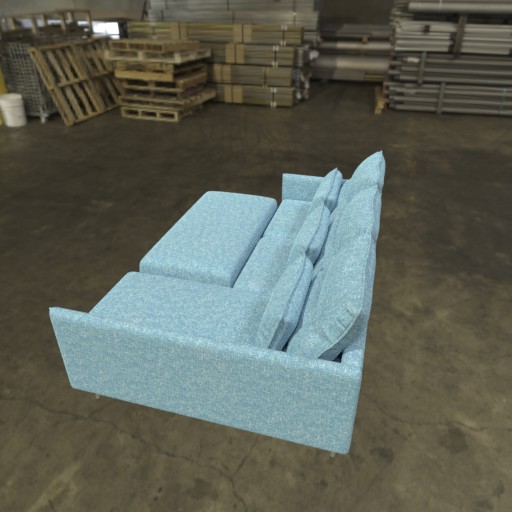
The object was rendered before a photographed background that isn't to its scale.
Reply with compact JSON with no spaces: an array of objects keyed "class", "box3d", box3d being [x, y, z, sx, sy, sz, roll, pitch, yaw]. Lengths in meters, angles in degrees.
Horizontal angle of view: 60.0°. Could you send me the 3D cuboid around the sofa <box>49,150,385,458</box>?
[{"class":"sofa","box3d":[0.000,0.000,2.777,1.420,0.899,2.034,8,32,14]}]
